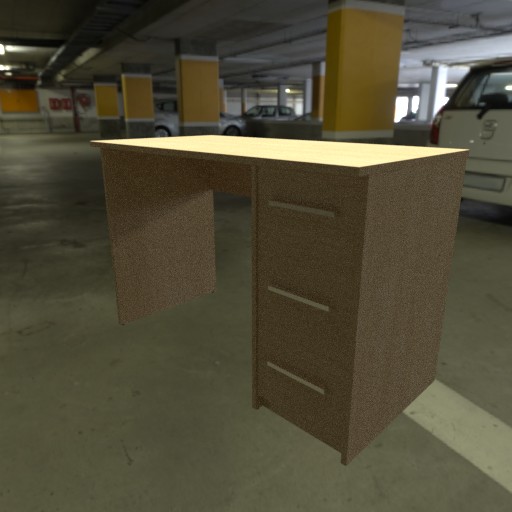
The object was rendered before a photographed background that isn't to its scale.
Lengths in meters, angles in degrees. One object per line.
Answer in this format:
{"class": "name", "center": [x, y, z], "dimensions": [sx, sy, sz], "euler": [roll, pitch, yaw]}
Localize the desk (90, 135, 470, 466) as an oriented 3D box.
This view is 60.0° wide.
{"class": "desk", "center": [0.000, 0.000, 1.506], "dimensions": [1.097, 0.735, 0.560], "euler": [17, 25, 42]}
